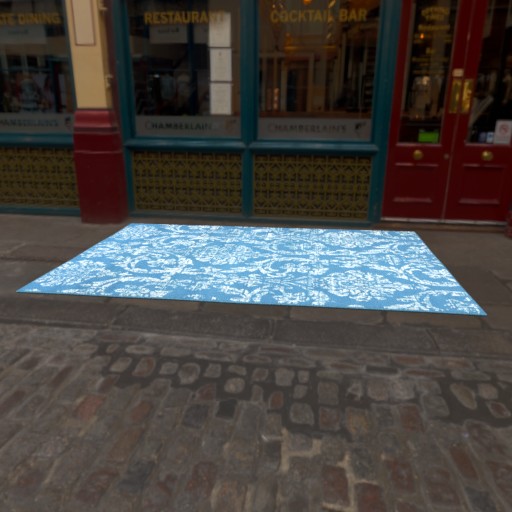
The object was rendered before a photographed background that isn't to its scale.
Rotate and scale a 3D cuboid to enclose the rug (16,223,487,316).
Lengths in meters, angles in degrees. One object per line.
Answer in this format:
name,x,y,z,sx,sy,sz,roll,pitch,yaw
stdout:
rug,0.000,0.000,2.279,1.833,0.012,1.211,2,18,7
